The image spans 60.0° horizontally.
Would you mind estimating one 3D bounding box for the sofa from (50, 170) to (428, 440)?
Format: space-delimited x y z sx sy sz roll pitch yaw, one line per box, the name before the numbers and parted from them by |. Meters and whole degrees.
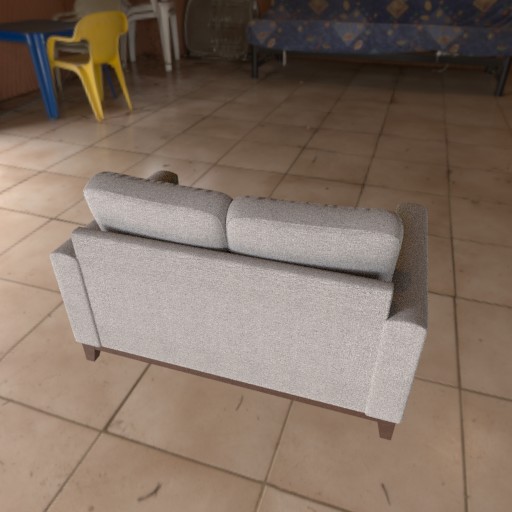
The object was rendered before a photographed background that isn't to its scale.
sofa | 0.000 0.000 2.000 1.420 0.873 0.917 10 35 15
